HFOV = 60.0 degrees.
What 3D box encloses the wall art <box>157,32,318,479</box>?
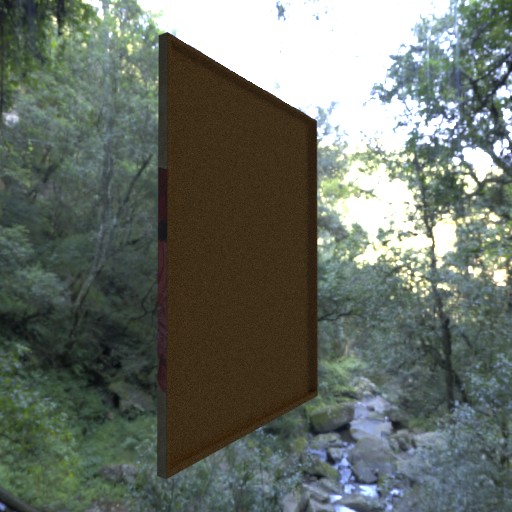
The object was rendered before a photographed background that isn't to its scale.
[{"bbox_3d":[0.000,0.000,1.326,0.031,1.015,0.762,-1,-1,34],"label":"wall art"}]
